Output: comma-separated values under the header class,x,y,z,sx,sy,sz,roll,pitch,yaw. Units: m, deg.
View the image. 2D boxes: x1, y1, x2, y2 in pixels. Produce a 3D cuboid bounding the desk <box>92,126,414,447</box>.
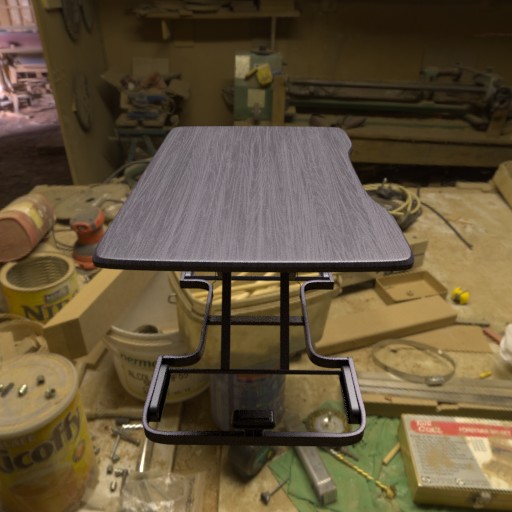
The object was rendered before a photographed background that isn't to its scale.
class,x,y,z,sx,sy,sz,roll,pitch,yaw
desk,0.000,0.000,1.179,0.546,0.470,0.820,0,31,1
